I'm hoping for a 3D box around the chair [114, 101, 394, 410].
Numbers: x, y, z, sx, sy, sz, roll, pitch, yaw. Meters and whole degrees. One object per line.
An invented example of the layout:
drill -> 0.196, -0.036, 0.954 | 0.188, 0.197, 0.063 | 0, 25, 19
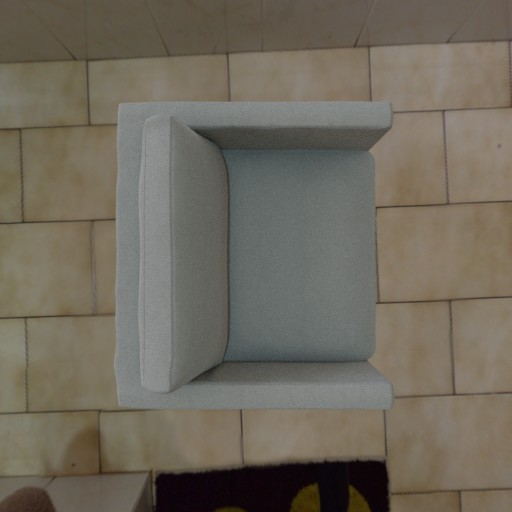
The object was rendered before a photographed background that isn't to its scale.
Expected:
chair -> 0.000, 0.000, 1.733 | 0.949, 0.863, 1.057 | 0, 89, 0
